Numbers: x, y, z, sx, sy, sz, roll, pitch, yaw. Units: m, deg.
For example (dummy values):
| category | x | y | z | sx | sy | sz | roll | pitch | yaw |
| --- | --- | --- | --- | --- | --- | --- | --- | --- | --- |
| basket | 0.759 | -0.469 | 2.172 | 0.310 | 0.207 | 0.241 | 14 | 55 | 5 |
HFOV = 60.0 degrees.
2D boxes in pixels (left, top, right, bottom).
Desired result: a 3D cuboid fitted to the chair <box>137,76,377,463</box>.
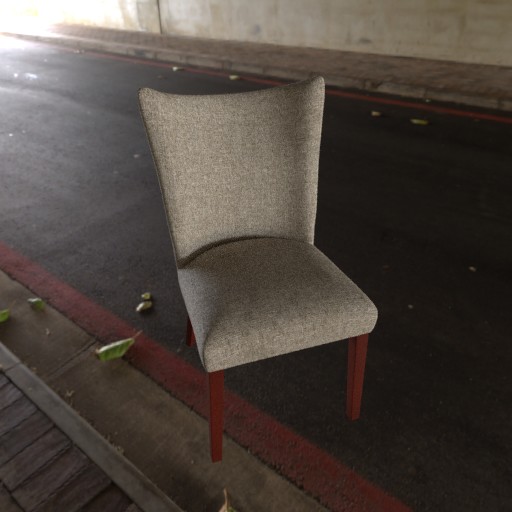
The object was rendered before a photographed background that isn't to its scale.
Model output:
| category | x | y | z | sx | sy | sz | roll | pitch | yaw |
| --- | --- | --- | --- | --- | --- | --- | --- | --- | --- |
| chair | 0.000 | 0.000 | 1.319 | 0.535 | 0.924 | 0.623 | -10 | 33 | -16 |
